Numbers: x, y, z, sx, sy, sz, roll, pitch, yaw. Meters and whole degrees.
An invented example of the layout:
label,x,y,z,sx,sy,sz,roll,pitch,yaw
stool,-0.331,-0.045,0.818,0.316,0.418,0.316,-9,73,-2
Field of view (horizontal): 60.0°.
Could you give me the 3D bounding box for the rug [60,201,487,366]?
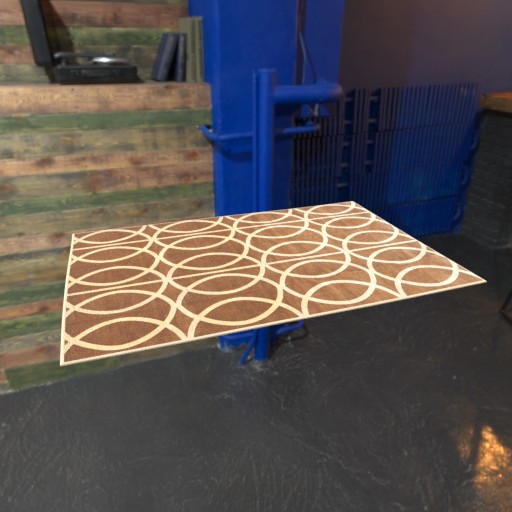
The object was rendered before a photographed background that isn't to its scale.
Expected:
label,x,y,z,sx,sy,sz,roll,pitch,yaw
rug,0.000,0.000,2.859,2.294,0.014,1.528,-8,27,-17
